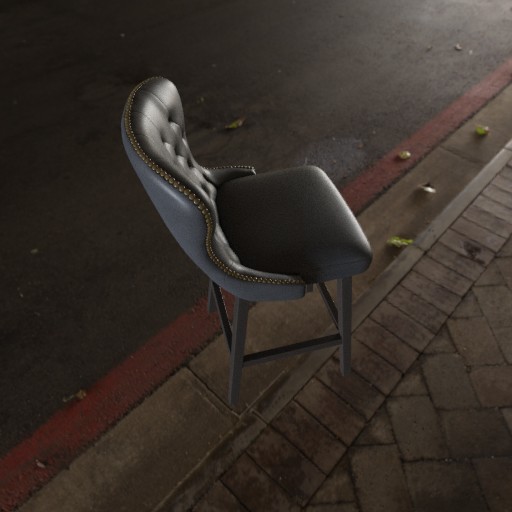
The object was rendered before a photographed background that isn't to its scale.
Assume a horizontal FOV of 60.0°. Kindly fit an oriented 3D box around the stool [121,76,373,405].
[{"bbox_3d":[0.000,0.000,1.332,0.593,0.971,0.528,-11,48,-10],"label":"stool"}]
